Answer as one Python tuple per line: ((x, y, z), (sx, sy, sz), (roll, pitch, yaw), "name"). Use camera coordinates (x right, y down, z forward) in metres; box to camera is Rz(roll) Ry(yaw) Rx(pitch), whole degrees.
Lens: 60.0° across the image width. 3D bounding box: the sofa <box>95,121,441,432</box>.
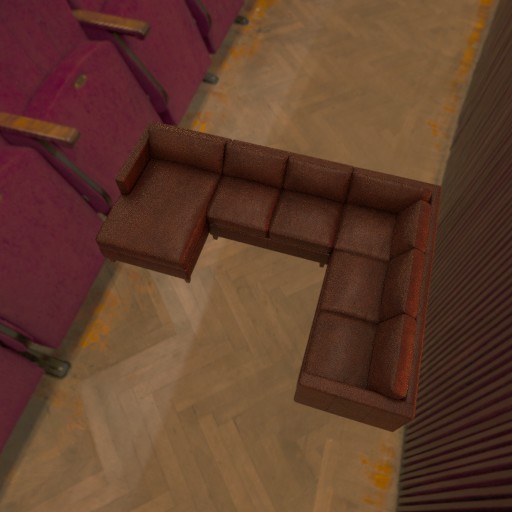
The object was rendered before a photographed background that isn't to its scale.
((0.000, 0.000, 4.540), (3.324, 0.891, 2.452), (15, 60, 9), "sofa")
